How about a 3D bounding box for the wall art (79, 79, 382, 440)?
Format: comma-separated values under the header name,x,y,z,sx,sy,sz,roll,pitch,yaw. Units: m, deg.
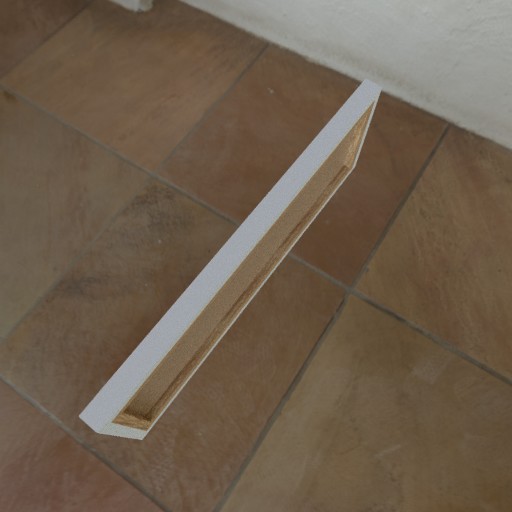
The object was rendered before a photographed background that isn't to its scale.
name,x,y,z,sx,sy,sz,roll,pitch,yaw
wall art,0.000,0.000,0.840,0.038,0.255,0.763,34,70,14
